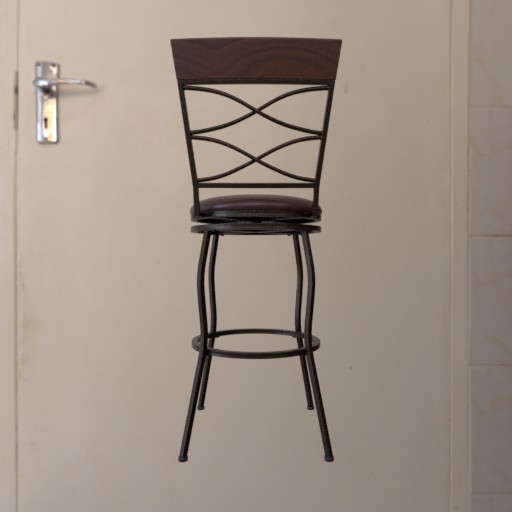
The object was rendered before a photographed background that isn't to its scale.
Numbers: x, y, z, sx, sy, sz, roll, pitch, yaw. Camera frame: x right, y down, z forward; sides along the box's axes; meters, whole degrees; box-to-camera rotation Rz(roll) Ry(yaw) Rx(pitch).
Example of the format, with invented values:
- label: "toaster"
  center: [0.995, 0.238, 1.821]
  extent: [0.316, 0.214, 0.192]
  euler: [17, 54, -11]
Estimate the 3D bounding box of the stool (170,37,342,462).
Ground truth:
- label: "stool"
  center: [0.000, 0.000, 1.388]
  extent: [0.448, 1.130, 0.513]
  euler: [0, 0, 0]
